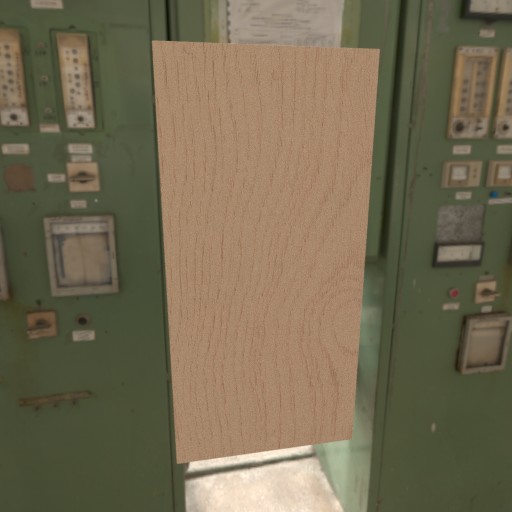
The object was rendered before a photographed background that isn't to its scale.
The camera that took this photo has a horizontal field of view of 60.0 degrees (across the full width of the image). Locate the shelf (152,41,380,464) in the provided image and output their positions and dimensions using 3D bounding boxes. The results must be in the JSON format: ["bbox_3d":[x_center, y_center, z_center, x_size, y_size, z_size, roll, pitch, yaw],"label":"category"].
[{"bbox_3d":[0.000,0.000,0.726,0.290,0.600,0.200,-3,16,-11],"label":"shelf"}]
